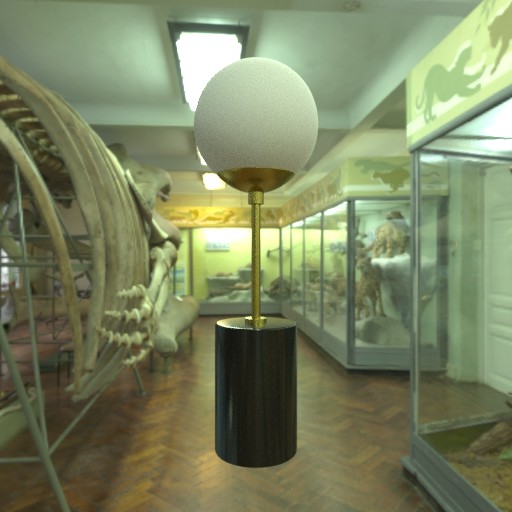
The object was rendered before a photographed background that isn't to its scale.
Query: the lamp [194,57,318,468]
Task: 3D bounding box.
[{"bbox_3d":[0.000,0.000,0.552,0.153,0.480,0.153,0,0,0],"label":"lamp"}]
